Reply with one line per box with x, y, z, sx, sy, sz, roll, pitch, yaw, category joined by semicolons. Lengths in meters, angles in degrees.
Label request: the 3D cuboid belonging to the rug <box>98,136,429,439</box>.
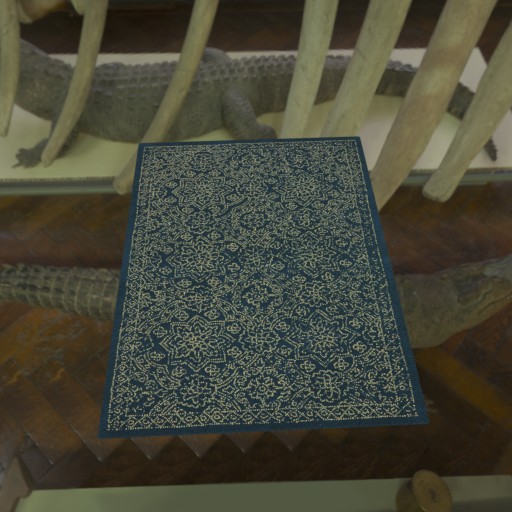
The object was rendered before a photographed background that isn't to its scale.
0.000;0.000;4.065;2.438;0.010;3.048;-2;57;-1;rug
